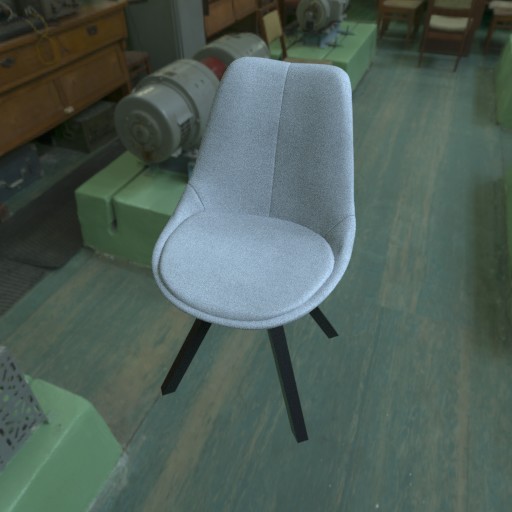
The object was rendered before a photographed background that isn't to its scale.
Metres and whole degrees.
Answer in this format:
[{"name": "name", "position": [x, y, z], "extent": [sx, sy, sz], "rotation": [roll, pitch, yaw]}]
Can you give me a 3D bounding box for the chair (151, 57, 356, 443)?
[{"name": "chair", "position": [0.000, 0.000, 1.174], "extent": [0.485, 0.850, 0.550], "rotation": [13, 42, 15]}]
